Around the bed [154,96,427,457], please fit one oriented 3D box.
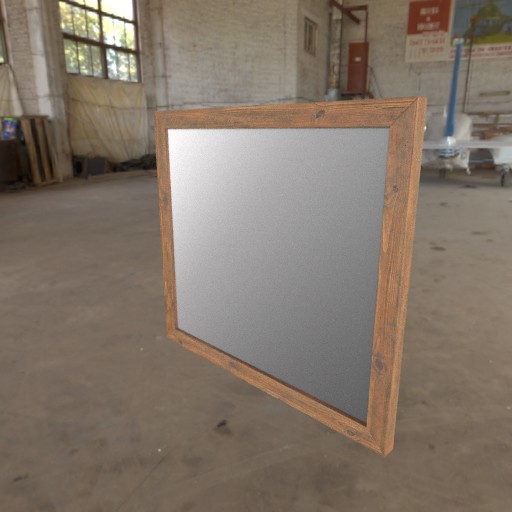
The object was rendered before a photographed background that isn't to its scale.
[{"bbox_3d":[0.000,0.000,1.468,1.046,0.942,0.046,15,22,43],"label":"bed"}]
